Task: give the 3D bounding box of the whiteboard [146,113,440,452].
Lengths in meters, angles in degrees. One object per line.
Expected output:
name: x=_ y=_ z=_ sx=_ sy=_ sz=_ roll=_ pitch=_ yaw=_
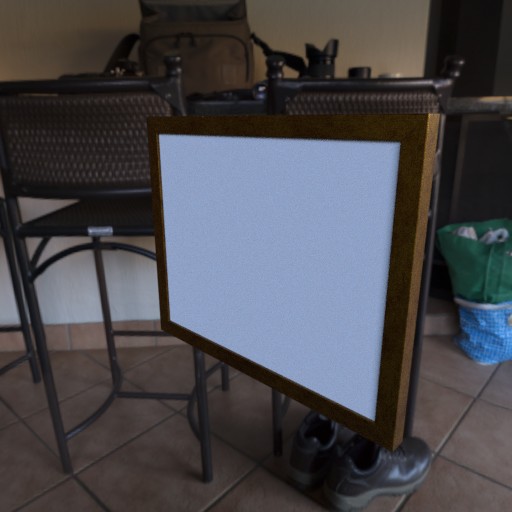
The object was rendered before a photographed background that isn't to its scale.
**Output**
whiteboard: x=0.000 y=0.000 z=0.756 sx=0.561 sy=0.457 sz=0.029 roll=15 pitch=23 yaw=41
